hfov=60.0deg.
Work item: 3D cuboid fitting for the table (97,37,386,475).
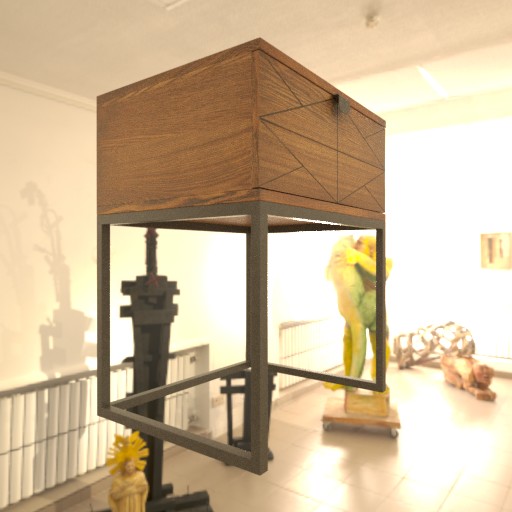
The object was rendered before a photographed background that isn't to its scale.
[{"bbox_3d":[0.000,0.000,0.919,0.400,0.610,0.482,0,0,37],"label":"table"}]
